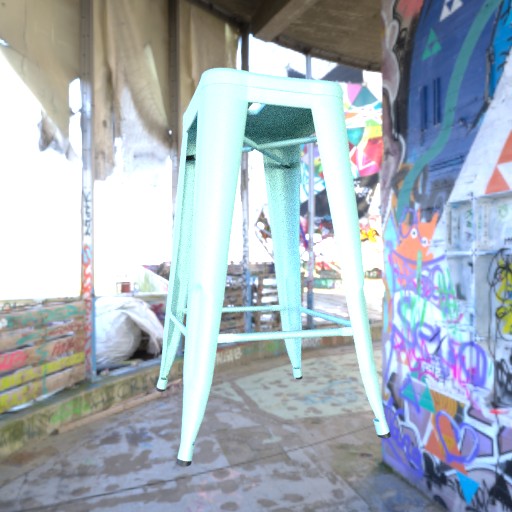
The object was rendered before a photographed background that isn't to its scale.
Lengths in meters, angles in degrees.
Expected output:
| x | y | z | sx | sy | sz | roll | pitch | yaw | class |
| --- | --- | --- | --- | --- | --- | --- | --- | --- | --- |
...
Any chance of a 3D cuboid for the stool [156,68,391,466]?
| x | y | z | sx | sy | sz | roll | pitch | yaw | class |
| --- | --- | --- | --- | --- | --- | --- | --- | --- | --- |
| 0.000 | 0.000 | 0.874 | 0.359 | 0.609 | 0.399 | 0 | 0 | -18 | stool |
